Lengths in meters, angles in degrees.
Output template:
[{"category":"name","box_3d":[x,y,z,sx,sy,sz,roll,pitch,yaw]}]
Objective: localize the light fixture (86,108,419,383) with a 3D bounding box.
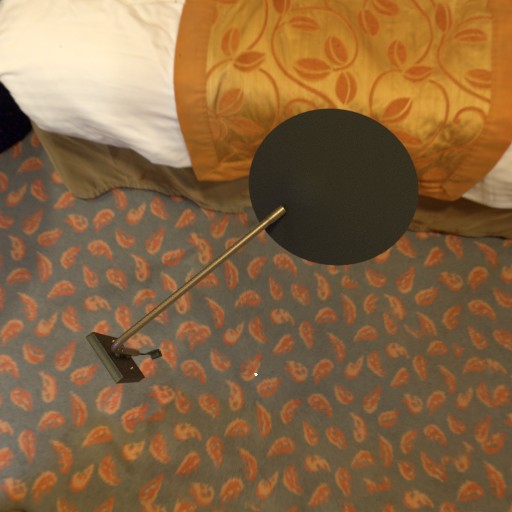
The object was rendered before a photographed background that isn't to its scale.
[{"category":"light fixture","box_3d":[0.000,0.000,0.683,0.516,0.312,0.240,-37,78,-9]}]
